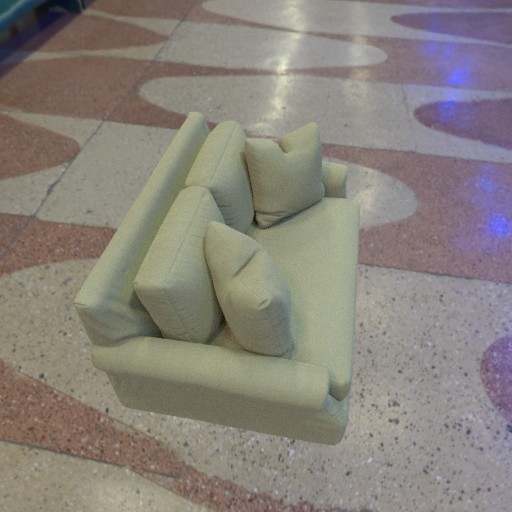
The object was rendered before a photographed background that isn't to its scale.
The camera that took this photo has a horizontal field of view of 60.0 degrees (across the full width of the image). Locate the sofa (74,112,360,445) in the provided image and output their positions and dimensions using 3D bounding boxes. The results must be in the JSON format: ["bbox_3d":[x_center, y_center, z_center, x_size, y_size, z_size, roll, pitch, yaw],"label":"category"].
[{"bbox_3d":[0.000,0.000,2.231,1.070,0.905,1.550,8,46,8],"label":"sofa"}]
